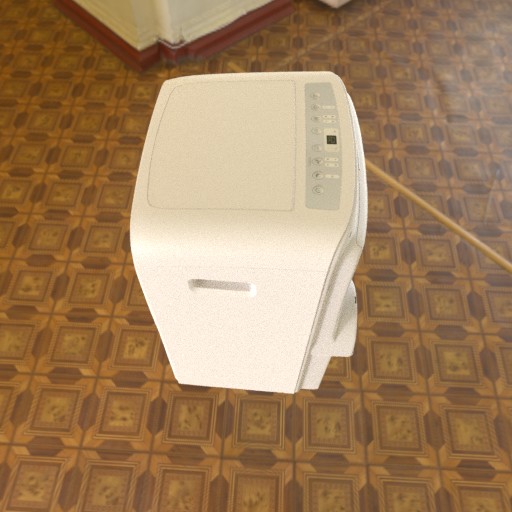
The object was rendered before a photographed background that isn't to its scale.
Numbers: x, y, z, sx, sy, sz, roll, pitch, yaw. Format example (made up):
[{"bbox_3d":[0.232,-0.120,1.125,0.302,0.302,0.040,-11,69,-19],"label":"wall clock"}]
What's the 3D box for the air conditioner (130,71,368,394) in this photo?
[{"bbox_3d":[0.000,0.000,1.070,0.467,0.765,0.478,2,59,1],"label":"air conditioner"}]
